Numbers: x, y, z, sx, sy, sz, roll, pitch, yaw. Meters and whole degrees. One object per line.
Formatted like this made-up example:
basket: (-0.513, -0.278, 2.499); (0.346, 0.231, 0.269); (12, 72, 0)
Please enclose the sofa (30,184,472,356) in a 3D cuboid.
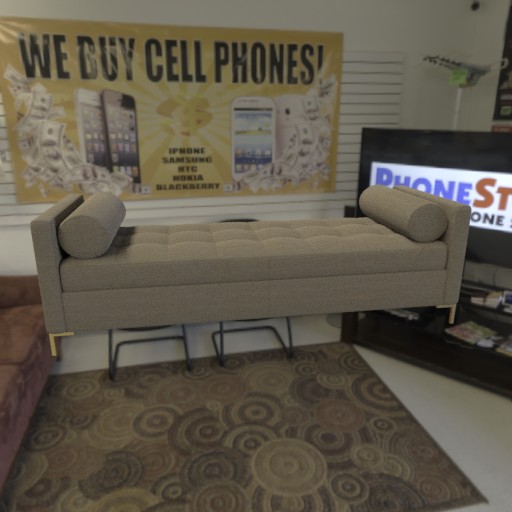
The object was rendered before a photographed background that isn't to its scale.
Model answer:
sofa: (0.000, 0.000, 2.357); (1.981, 0.635, 0.686); (-3, 18, -9)
